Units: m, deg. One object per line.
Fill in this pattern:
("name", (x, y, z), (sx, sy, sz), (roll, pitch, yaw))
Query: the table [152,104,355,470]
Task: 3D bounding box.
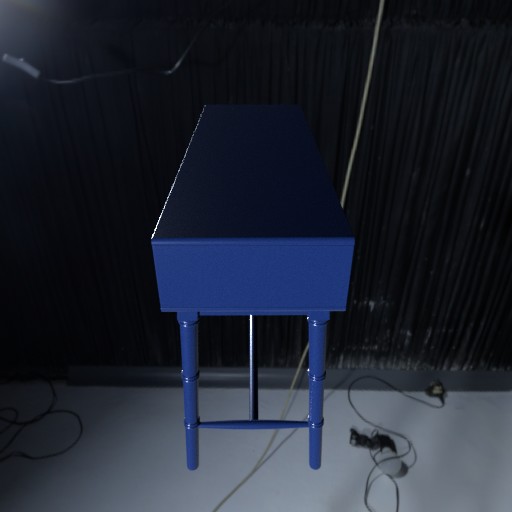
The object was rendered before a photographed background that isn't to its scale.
("table", (0.000, 0.000, 1.497), (0.399, 0.749, 1.118), (0, 31, 0))
